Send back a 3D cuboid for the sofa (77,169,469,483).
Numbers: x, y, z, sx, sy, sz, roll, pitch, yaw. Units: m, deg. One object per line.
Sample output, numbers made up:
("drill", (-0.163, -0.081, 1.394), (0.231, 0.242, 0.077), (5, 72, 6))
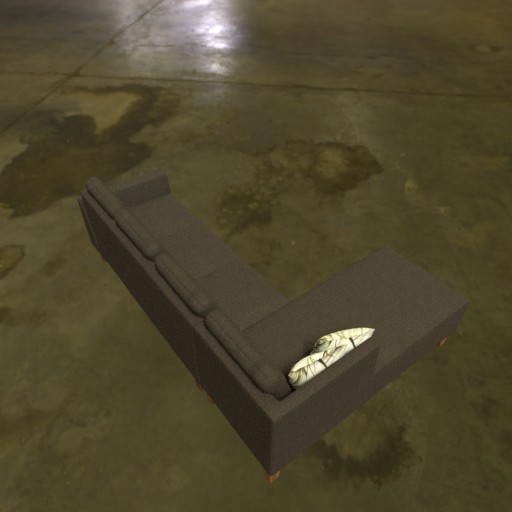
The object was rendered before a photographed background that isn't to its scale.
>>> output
("sofa", (0.000, 0.000, 3.549), (1.829, 0.932, 2.679), (-27, 48, -27))
